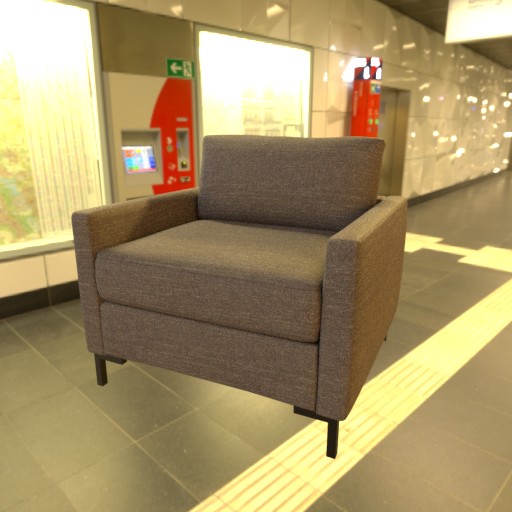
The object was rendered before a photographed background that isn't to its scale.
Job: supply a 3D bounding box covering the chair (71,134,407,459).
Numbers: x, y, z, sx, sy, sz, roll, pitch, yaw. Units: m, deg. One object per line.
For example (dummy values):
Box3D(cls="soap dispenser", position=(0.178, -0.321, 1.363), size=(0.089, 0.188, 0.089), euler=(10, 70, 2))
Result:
Box3D(cls="chair", position=(0.000, 0.000, 1.597), size=(0.940, 0.841, 0.845), euler=(7, 17, 25))
